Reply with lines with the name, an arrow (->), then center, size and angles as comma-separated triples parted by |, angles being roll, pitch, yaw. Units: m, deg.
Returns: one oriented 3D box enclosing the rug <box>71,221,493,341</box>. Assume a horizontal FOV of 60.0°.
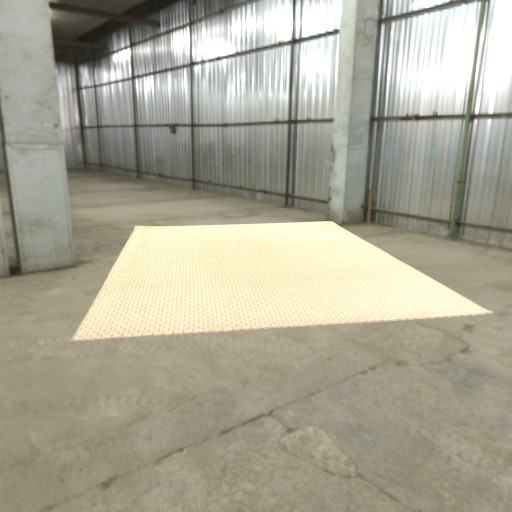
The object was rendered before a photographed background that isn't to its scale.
rug -> 0.000, 0.000, 3.710 | 2.277, 0.035, 2.897 | -2, 15, -8
